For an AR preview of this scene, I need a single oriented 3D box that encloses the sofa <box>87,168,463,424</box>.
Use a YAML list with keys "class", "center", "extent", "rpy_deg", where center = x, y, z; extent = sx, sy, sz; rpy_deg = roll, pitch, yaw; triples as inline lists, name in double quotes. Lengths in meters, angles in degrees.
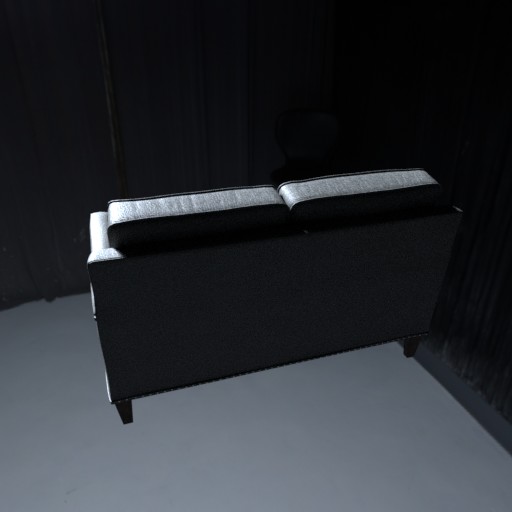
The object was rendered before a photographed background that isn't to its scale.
- class: "sofa"
  center: [0.000, 0.000, 2.264]
  extent: [1.597, 1.003, 1.084]
  rpy_deg: [-8, 29, -16]
